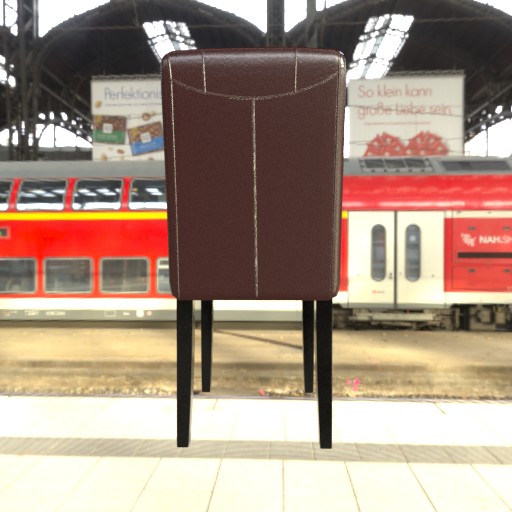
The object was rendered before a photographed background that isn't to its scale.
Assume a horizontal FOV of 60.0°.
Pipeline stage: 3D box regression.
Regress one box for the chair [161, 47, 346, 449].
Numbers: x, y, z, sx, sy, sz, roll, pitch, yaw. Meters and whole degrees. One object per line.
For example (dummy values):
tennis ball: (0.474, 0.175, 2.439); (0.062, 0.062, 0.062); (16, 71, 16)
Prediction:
chair: (0.000, 0.000, 1.212); (0.399, 0.897, 0.556); (0, 1, 1)
